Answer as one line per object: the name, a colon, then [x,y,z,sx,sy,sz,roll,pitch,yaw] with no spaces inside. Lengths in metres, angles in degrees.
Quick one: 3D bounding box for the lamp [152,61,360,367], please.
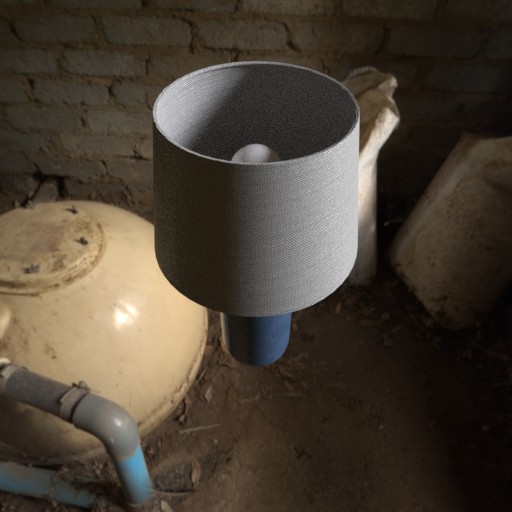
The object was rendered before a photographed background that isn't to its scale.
lamp: [0.000,0.000,0.587,0.253,0.428,0.253,0,47,0]
